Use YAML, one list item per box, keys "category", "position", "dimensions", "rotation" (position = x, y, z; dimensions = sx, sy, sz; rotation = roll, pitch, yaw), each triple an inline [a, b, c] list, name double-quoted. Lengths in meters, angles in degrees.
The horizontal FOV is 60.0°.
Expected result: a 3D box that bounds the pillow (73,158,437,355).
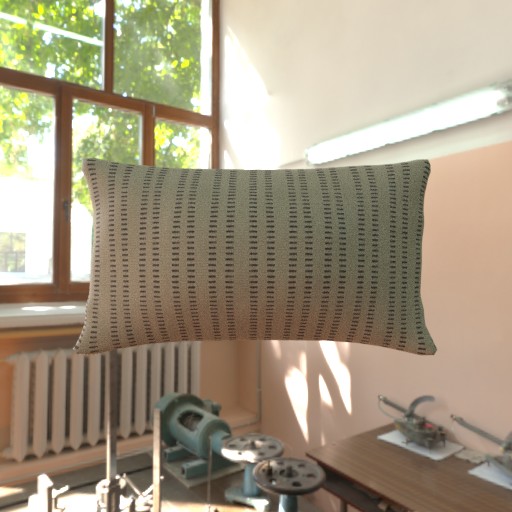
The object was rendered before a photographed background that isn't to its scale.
- category: "pillow"
  position: [0.000, 0.000, 0.802]
  dimensions: [0.640, 0.353, 0.210]
  rotation: [0, -2, -1]
